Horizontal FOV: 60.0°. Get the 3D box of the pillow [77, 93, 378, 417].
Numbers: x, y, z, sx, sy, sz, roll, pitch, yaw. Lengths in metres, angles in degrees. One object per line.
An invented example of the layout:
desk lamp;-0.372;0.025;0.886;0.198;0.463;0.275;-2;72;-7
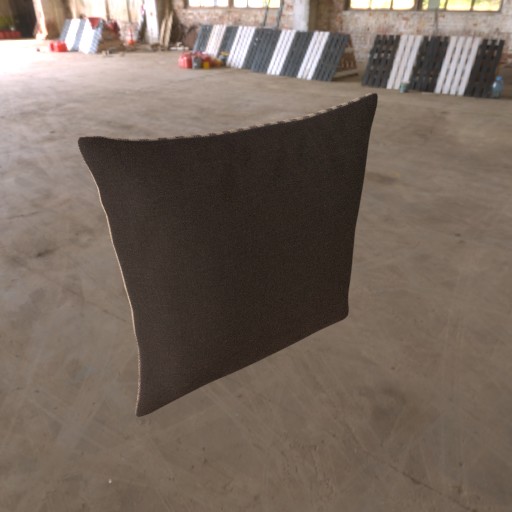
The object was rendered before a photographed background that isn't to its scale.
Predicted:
pillow;0.000;0.000;0.787;0.523;0.506;0.166;-19;35;-29
